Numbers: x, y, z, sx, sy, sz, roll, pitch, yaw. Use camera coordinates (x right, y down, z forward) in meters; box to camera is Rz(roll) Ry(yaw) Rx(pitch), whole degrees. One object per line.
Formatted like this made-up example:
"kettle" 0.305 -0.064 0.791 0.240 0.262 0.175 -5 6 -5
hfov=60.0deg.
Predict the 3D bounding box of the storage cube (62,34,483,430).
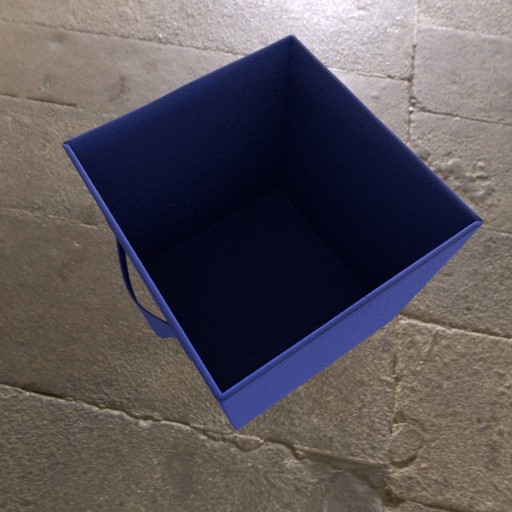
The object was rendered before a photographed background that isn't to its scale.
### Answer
"storage cube" 0.000 0.000 0.497 0.270 0.280 0.270 -31 69 -14
